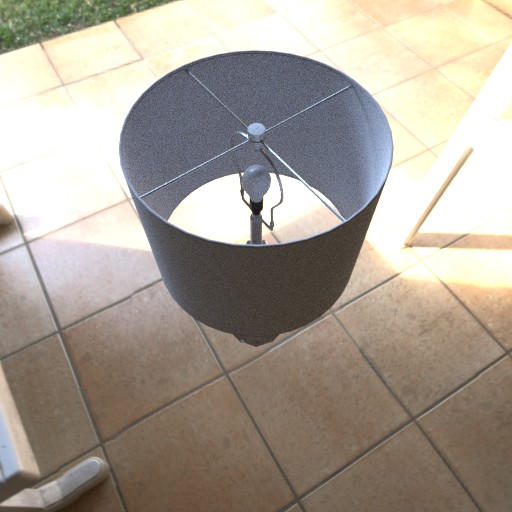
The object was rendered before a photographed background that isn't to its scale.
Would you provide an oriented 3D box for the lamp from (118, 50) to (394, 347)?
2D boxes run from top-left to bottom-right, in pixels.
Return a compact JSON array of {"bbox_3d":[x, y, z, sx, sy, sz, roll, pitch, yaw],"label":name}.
[{"bbox_3d":[0.000,0.000,0.702,0.297,0.522,0.297,0,58,0],"label":"lamp"}]
